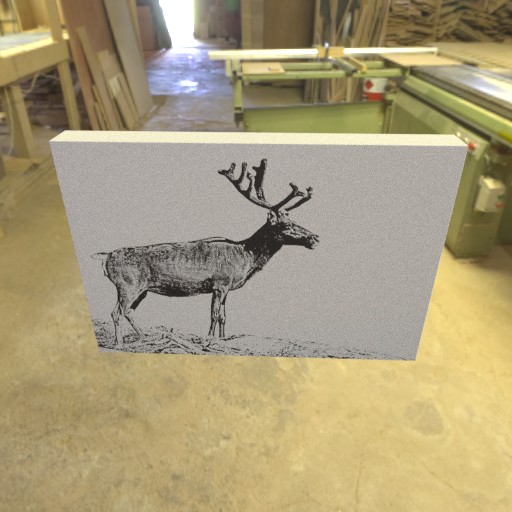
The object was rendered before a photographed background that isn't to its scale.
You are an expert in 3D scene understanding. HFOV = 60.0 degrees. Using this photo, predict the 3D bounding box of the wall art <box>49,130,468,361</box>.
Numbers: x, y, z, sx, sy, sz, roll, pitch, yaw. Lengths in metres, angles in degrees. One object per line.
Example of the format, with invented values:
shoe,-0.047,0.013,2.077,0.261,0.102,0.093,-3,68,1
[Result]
wall art,0.000,0.000,0.484,0.381,0.259,0.038,1,31,2
